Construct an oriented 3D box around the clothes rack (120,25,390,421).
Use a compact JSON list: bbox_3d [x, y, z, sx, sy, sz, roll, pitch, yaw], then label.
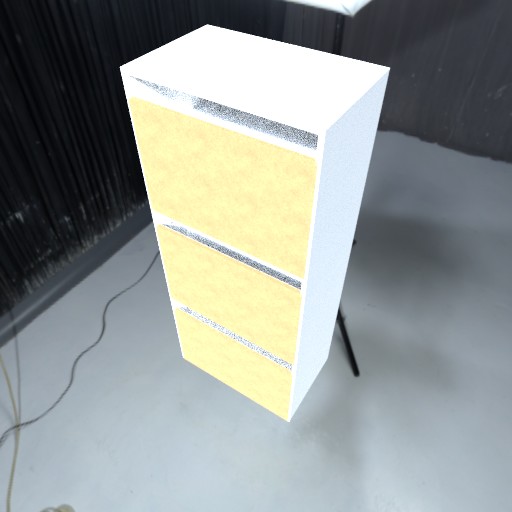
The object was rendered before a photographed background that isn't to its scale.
[{"bbox_3d":[0.000,0.000,1.398,0.500,1.187,0.330,25,50,22],"label":"clothes rack"}]
